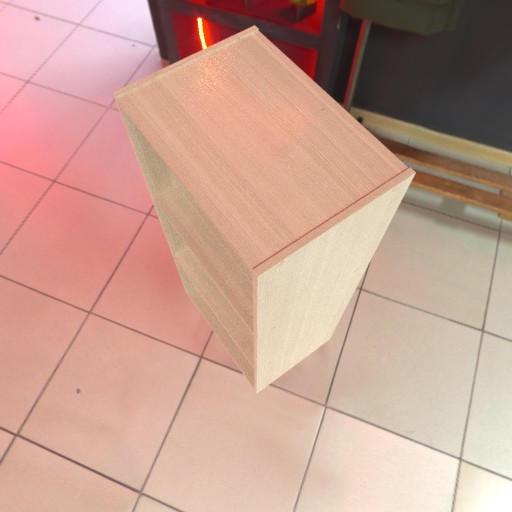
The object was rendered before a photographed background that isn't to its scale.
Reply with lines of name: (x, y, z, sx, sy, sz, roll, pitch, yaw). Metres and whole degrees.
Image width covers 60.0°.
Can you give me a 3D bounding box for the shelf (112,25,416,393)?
shelf: (0.000, 0.000, 1.091, 0.292, 0.876, 0.417, -33, 68, -15)
